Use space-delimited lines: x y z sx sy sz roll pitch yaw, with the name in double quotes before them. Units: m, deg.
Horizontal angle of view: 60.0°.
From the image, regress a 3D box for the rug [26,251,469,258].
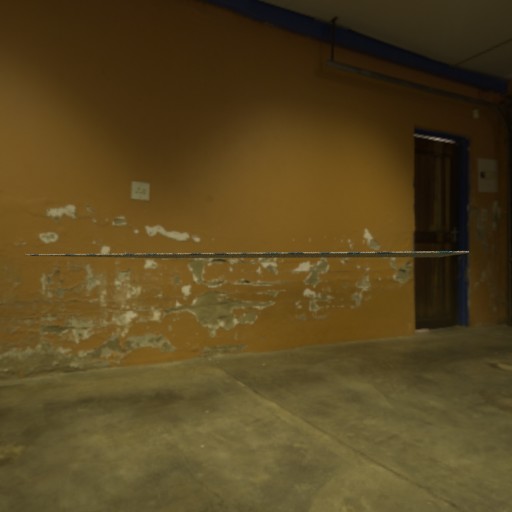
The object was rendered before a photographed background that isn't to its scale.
"rug" 0.000 0.000 3.023 2.439 0.008 1.531 0 -1 18
